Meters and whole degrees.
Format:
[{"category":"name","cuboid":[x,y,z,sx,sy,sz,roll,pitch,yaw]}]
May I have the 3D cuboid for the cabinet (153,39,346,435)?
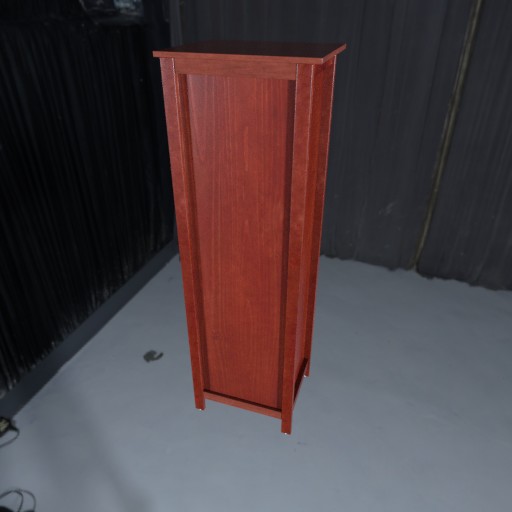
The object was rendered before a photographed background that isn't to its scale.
[{"category":"cabinet","cuboid":[0.000,0.000,1.772,0.500,1.518,0.401,10,32,16]}]
